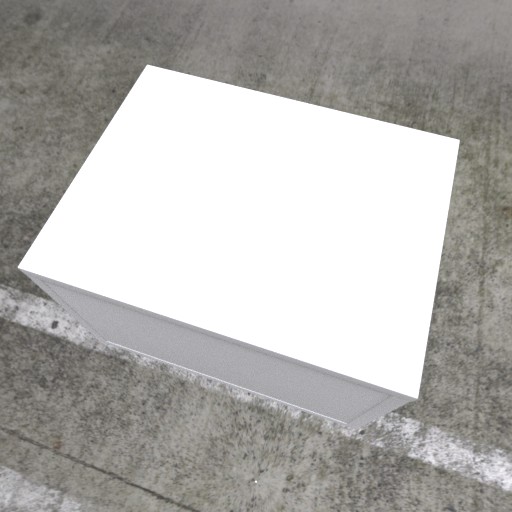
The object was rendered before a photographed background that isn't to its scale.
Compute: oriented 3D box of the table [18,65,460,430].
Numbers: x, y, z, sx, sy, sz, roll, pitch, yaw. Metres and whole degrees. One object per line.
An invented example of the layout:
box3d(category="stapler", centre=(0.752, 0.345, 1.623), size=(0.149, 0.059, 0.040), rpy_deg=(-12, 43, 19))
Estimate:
box3d(category="table", centre=(0.000, 0.000, 0.780), size=(0.517, 0.357, 0.399), rpy_deg=(17, 64, 8))
